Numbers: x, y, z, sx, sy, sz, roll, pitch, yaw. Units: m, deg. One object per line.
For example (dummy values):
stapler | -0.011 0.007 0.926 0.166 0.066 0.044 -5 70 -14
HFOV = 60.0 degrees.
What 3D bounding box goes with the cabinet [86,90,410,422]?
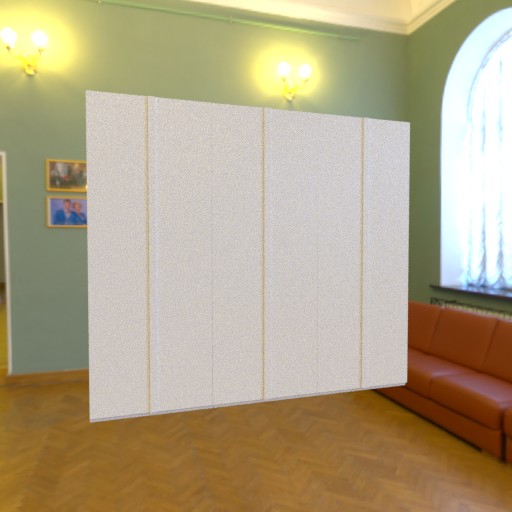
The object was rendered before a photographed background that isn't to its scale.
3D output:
cabinet | 0.000 0.000 3.836 2.700 2.370 0.590 -1 2 -18
